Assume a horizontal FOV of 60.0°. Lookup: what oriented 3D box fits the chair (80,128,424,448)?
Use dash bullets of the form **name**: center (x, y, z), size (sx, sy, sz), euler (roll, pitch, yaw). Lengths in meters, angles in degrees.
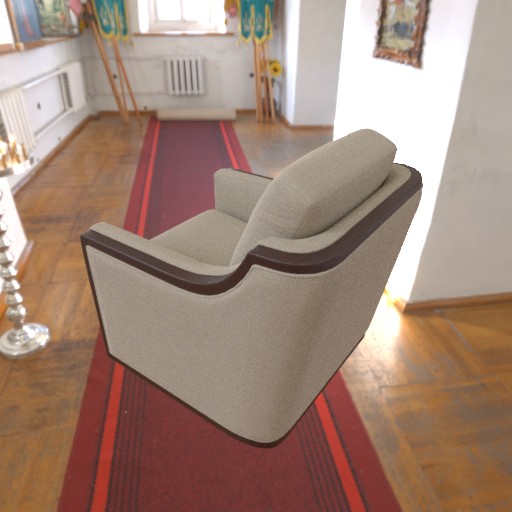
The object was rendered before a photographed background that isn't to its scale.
- **chair**: center (0.000, 0.000, 1.665), size (0.950, 0.930, 0.870), euler (21, 37, 30)
